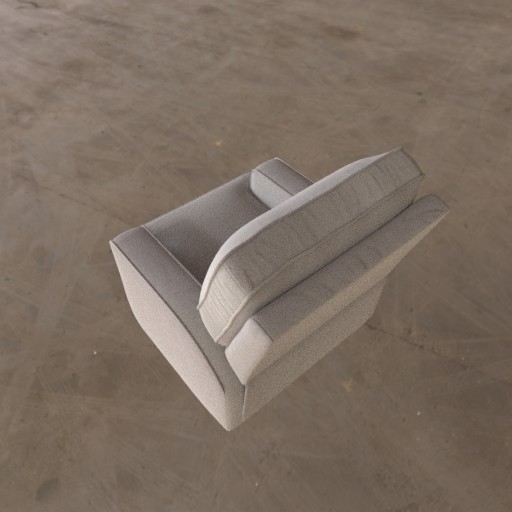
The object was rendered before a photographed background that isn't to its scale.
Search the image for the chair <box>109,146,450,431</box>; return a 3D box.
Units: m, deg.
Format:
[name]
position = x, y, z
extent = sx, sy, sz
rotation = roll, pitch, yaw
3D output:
[chair]
position = 0.000, 0.000, 1.693
extent = 0.861, 0.964, 0.969
rotation = -32, 54, -26
